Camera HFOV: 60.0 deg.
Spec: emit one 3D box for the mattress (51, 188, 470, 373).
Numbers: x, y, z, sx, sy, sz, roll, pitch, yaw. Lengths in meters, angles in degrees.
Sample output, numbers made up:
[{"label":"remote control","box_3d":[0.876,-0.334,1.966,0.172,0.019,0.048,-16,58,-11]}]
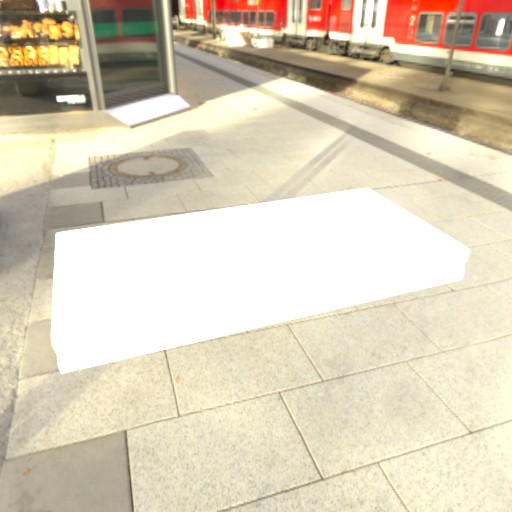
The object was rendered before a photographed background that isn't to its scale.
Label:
[{"label":"mattress","box_3d":[0.000,0.000,2.271,1.900,0.200,0.900,-10,31,-18]}]
